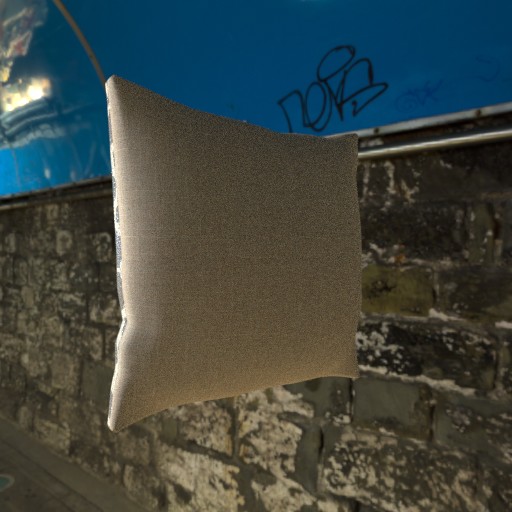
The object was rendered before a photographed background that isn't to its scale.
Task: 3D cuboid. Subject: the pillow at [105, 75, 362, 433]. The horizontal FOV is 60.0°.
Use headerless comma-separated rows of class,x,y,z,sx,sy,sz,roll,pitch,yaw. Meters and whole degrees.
pillow,0.000,0.000,0.762,0.508,0.498,0.215,0,0,-36
